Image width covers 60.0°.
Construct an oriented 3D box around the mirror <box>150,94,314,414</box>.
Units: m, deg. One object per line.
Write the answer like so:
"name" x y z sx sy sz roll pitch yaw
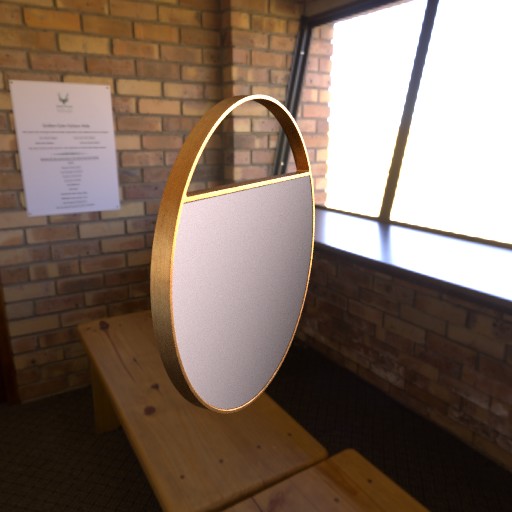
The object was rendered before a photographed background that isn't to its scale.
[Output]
"mirror" 0.000 0.000 0.826 0.032 0.565 0.565 7 17 25
